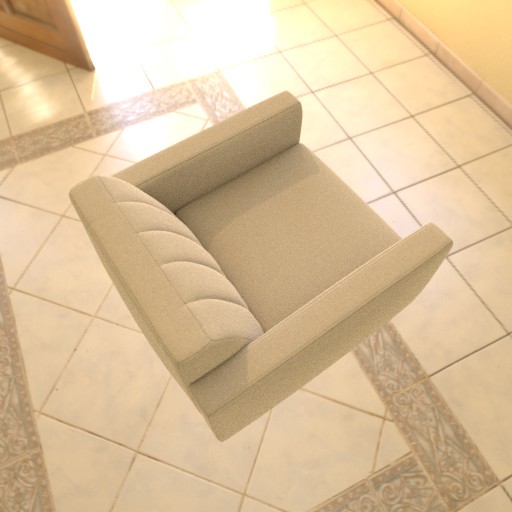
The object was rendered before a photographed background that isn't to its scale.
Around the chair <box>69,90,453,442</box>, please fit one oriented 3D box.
[{"bbox_3d":[0.000,0.000,1.692,0.998,0.819,0.953,-32,65,-17],"label":"chair"}]
